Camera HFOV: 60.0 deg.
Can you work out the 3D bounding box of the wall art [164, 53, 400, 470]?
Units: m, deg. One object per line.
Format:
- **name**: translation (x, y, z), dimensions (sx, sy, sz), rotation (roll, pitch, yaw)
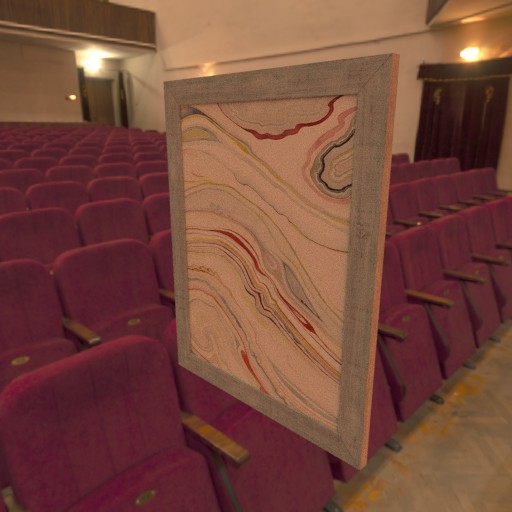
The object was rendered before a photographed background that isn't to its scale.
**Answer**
- **wall art**: translation (0.000, 0.000, 0.791), dimensions (0.481, 0.613, 0.020), rotation (15, 22, 42)
